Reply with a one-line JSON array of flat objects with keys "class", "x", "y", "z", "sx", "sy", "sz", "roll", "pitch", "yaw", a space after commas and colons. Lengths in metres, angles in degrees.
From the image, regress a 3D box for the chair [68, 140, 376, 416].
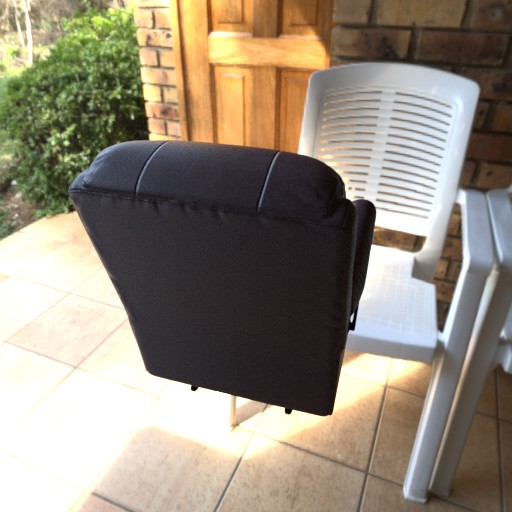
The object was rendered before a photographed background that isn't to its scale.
[{"class": "chair", "x": 0.000, "y": 0.000, "z": 1.701, "sx": 0.838, "sy": 1.054, "sz": 1.014, "roll": 9, "pitch": 33, "yaw": 14}]
